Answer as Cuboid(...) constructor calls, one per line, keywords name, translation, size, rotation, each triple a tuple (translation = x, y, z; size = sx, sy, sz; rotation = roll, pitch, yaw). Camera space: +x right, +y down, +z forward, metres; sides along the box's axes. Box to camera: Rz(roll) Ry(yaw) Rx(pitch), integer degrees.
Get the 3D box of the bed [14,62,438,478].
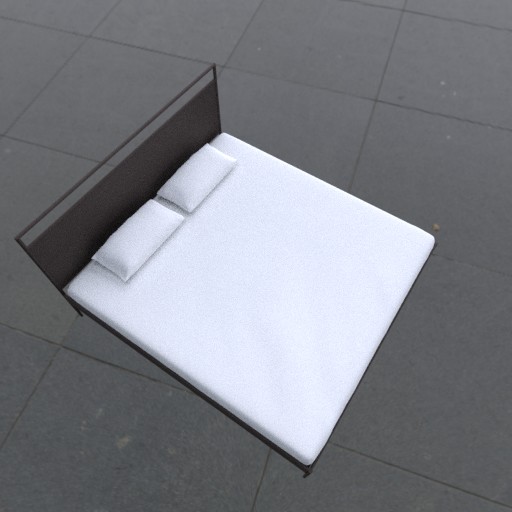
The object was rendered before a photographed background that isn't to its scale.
Cuboid(name="bed", translation=(0.000, 0.000, 3.256), size=(2.151, 1.173, 1.993), rotation=(30, 64, 17))
